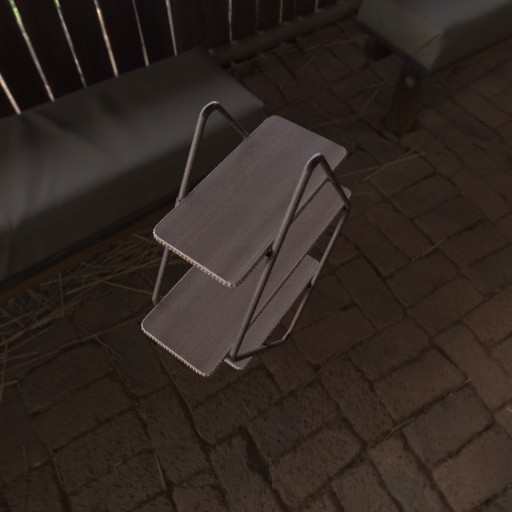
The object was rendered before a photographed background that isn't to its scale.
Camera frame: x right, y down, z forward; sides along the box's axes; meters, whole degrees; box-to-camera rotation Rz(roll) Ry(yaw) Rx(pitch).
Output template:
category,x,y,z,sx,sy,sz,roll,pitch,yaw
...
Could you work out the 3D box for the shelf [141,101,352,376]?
category,x,y,z,sx,sy,sz,roll,pitch,yaw
shelf,0.000,0.000,1.069,0.234,0.774,0.609,32,63,18
